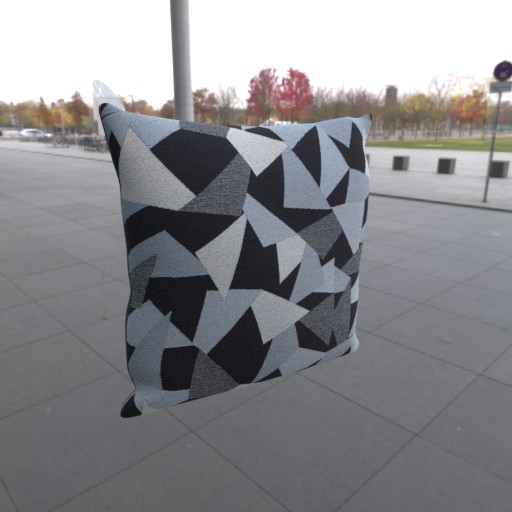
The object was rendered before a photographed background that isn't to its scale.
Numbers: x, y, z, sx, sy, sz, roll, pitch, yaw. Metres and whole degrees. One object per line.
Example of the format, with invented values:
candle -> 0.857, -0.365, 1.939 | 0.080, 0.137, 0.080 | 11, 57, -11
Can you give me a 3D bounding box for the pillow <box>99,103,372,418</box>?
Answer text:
pillow -> 0.000, 0.000, 0.774 | 0.503, 0.496, 0.208 | -8, 18, -27
